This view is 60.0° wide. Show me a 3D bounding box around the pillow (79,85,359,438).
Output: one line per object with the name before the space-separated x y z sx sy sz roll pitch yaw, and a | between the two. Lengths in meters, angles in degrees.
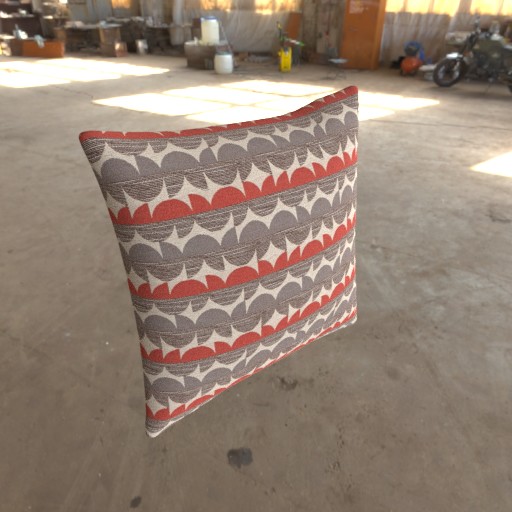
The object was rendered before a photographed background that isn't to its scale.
pillow | 0.000 0.000 0.631 0.420 0.410 0.180 -22 37 -32
